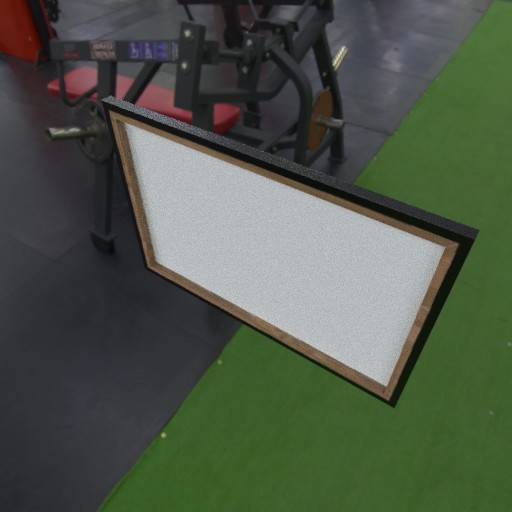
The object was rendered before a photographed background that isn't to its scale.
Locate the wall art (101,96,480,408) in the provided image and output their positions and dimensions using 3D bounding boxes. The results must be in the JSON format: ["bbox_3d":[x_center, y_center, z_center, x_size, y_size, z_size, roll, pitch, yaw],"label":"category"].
[{"bbox_3d":[0.000,0.000,0.834,0.659,0.446,0.022,26,50,23],"label":"wall art"}]
